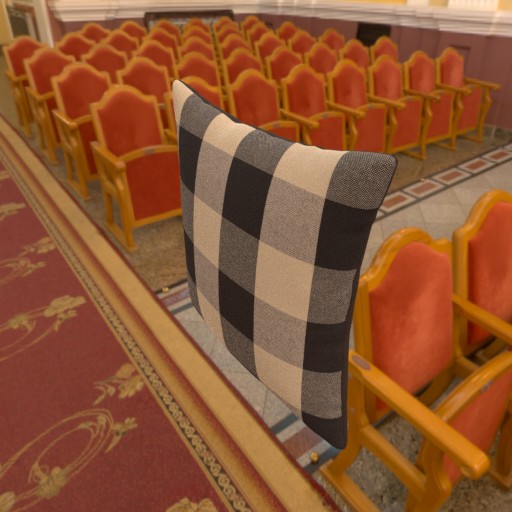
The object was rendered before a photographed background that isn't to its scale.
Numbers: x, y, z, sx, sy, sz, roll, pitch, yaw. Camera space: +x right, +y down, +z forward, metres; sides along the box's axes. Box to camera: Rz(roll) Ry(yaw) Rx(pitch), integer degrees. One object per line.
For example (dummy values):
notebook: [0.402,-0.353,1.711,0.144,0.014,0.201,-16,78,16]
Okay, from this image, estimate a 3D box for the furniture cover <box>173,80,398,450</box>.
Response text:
furniture cover: [0.000,0.000,0.778,0.161,0.509,0.511,-21,38,-29]
